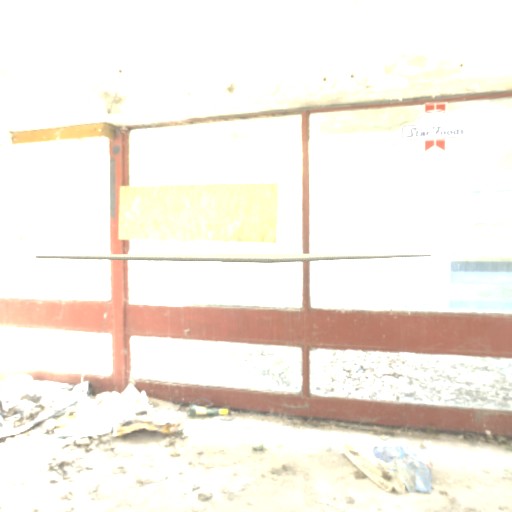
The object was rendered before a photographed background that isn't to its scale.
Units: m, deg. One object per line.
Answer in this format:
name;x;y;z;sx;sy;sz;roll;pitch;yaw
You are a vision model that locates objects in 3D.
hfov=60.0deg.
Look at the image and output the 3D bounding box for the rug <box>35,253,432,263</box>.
rug;0.000;0.000;4.251;2.462;0.030;3.066;1;1;36
